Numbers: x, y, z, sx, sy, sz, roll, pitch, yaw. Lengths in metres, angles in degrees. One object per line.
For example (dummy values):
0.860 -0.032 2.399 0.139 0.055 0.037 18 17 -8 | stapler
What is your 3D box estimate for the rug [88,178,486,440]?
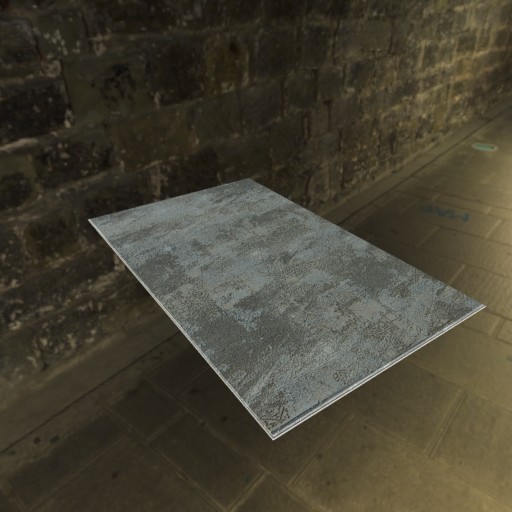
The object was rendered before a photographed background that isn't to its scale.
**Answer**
0.000 0.000 3.030 1.536 0.012 2.431 -20 37 -29 | rug
